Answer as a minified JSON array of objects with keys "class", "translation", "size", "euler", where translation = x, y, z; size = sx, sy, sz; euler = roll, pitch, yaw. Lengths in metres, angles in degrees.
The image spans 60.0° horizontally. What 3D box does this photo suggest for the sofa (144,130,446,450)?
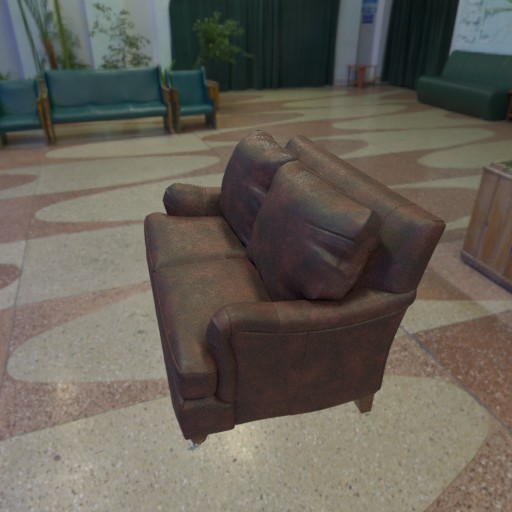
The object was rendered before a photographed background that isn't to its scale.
[{"class":"sofa","translation":[0.000,0.000,2.449],"size":[1.148,1.070,1.628],"euler":[-8,30,-15]}]
